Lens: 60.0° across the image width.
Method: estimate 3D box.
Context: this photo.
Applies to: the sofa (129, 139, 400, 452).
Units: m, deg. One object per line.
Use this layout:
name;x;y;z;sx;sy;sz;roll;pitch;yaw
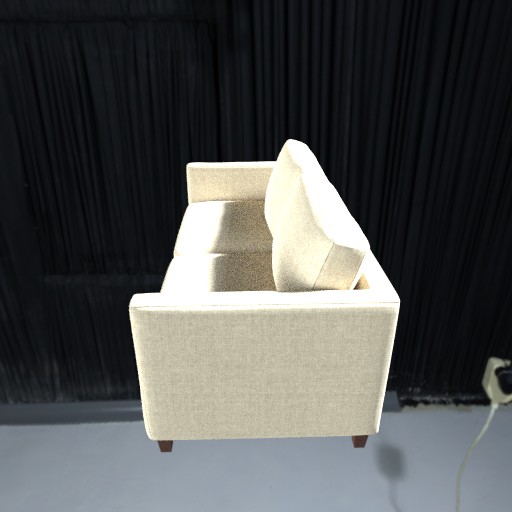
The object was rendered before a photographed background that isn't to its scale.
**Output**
sofa;0.000;0.000;2.427;0.950;0.963;1.884;-1;26;-2
